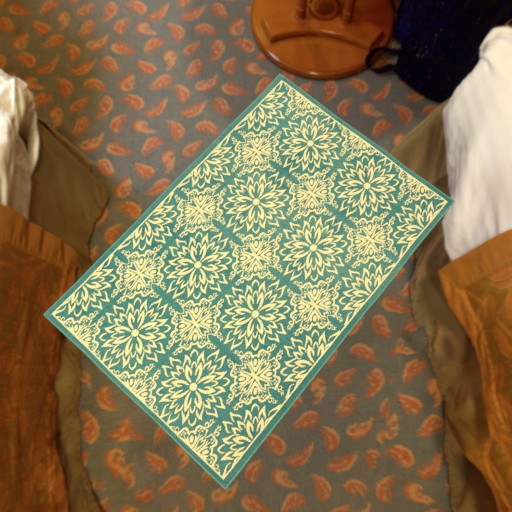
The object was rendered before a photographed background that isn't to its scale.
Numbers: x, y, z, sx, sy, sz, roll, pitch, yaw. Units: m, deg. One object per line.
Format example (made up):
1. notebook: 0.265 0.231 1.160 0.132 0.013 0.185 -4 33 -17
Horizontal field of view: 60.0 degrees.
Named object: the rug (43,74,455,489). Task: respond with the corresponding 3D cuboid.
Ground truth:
1. rug: 0.000 0.000 3.436 1.830 0.018 2.769 40 79 10
